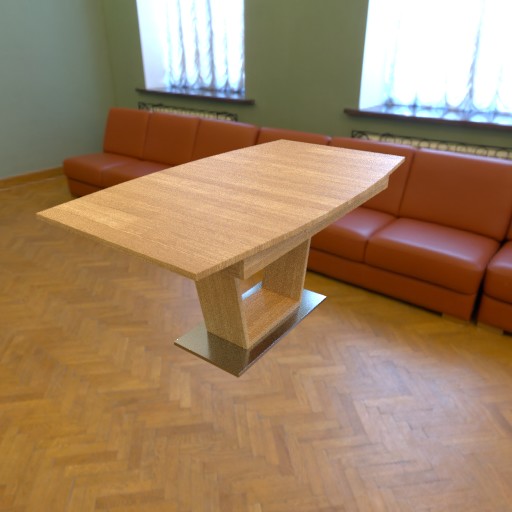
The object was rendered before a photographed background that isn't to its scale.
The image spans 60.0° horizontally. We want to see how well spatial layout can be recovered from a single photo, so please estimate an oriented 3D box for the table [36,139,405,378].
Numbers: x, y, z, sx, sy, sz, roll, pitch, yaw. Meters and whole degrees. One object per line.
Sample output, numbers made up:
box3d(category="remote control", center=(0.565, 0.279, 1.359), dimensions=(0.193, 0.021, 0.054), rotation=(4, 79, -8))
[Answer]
box3d(category="table", center=(0.000, 0.000, 2.114), dimensions=(0.900, 0.748, 1.598), rotation=(18, 31, 32))
